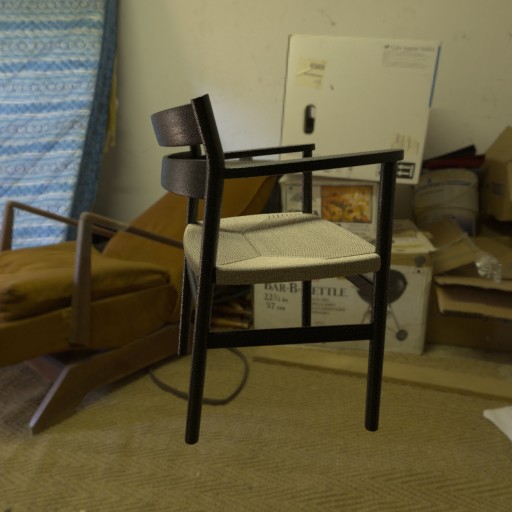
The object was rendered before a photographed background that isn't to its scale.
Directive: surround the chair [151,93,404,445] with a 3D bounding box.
[{"bbox_3d":[0.000,0.000,1.191,0.508,0.775,0.630,-3,16,-11],"label":"chair"}]
